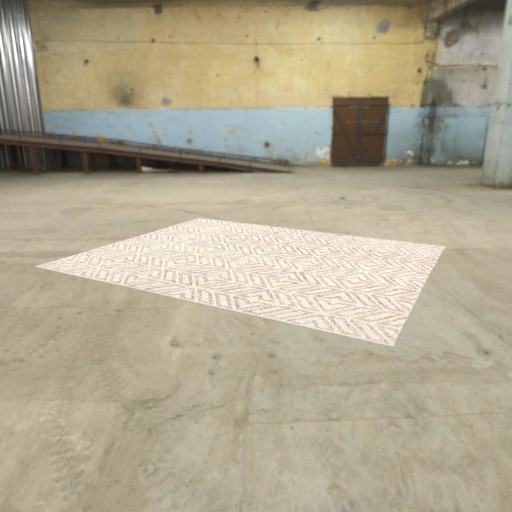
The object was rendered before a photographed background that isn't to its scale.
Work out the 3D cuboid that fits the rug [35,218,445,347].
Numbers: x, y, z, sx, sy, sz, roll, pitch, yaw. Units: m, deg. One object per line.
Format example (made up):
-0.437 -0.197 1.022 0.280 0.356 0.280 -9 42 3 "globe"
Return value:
0.000 0.000 4.165 3.045 0.008 2.421 9 18 27 "rug"
